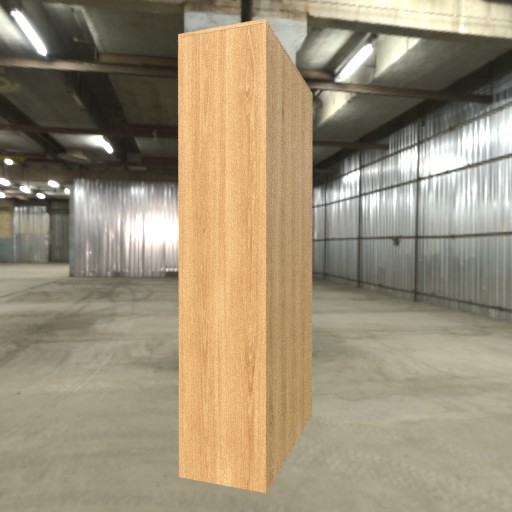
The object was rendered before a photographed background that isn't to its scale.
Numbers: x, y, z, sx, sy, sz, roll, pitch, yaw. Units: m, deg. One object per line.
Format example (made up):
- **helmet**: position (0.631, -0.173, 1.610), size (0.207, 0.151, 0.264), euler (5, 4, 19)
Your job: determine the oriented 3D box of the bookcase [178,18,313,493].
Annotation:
- **bookcase**: position (0.000, 0.000, 2.401), size (0.420, 2.020, 0.950), euler (0, 1, 19)
